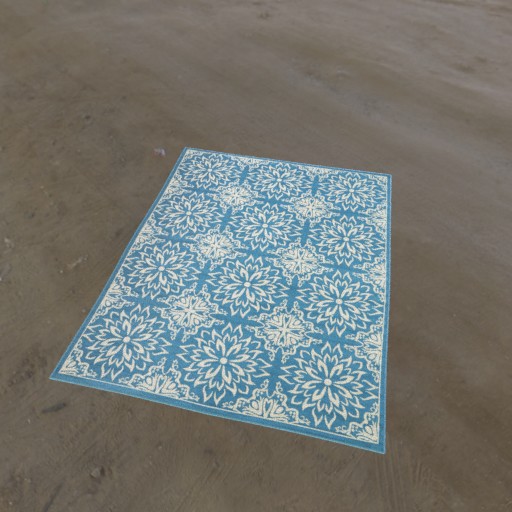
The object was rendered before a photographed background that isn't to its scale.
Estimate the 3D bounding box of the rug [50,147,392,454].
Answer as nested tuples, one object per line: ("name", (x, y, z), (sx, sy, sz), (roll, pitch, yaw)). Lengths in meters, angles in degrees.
("rug", (0.000, 0.000, 3.959), (2.350, 0.018, 2.964), (9, 48, 9))
